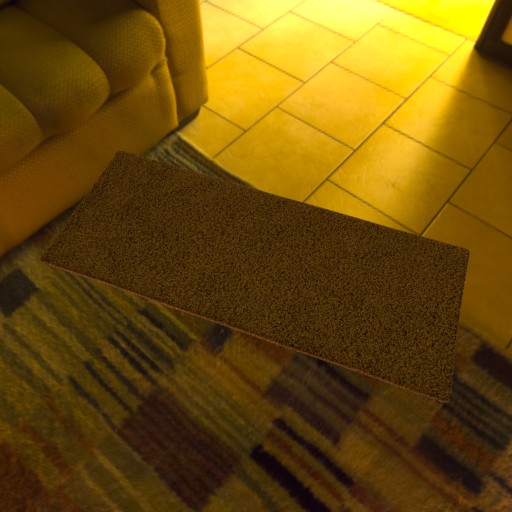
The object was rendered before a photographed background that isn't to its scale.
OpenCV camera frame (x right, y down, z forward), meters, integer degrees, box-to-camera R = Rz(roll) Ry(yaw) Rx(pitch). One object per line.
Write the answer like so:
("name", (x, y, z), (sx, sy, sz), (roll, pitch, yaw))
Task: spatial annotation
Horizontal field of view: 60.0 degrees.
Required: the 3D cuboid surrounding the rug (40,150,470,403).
("rug", (0.000, 0.000, 1.690), (1.524, 0.030, 0.609), (17, 60, 10))
